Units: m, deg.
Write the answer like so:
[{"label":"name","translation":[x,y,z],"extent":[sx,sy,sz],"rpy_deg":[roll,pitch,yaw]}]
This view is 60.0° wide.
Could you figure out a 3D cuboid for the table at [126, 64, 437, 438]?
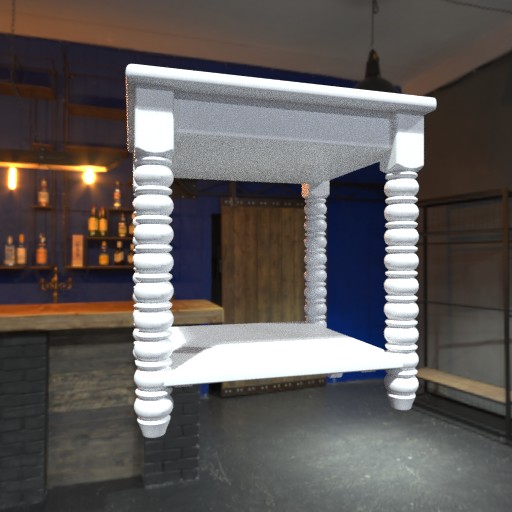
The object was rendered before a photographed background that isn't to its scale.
[{"label":"table","translation":[0.000,0.000,0.955],"extent":[0.533,0.563,0.500],"rpy_deg":[0,0,-16]}]
